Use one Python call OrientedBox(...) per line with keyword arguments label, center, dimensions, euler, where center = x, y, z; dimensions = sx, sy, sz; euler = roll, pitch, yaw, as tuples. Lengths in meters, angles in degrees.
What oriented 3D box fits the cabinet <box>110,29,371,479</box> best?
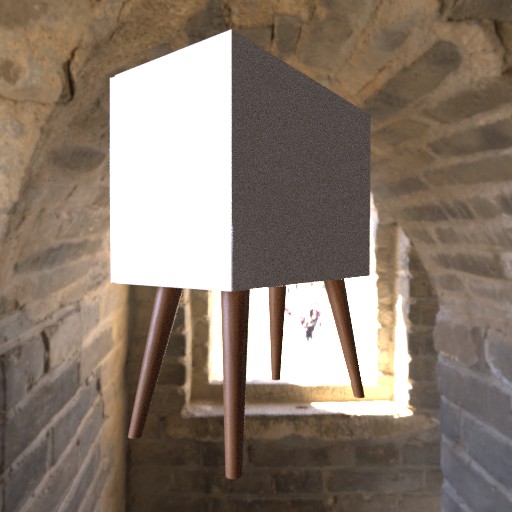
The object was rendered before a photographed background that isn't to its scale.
OrientedBox(label="cabinet", center=(0.000, 0.000, 1.089), dimensions=(0.344, 0.772, 0.591), euler=(0, 1, 37))
